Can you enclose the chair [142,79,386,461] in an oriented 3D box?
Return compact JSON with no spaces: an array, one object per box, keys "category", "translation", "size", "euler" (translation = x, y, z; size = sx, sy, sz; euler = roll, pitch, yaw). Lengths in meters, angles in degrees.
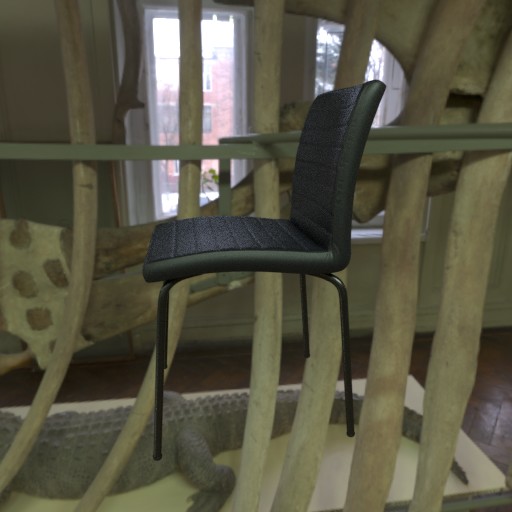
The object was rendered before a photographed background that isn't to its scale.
[{"category":"chair","translation":[0.000,0.000,1.197],"size":[0.572,0.872,0.450],"euler":[-3,16,-9]}]
